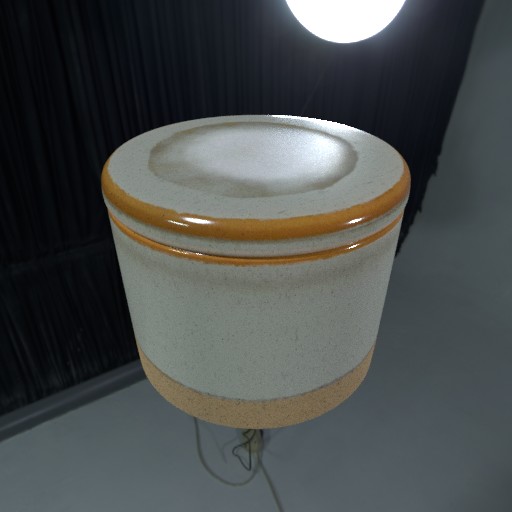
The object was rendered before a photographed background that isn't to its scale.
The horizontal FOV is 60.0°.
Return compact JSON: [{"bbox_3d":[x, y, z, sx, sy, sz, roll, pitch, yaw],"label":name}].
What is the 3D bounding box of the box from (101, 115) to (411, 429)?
[{"bbox_3d":[0.000,0.000,0.207,0.123,0.100,0.123,0,32,0],"label":"box"}]
